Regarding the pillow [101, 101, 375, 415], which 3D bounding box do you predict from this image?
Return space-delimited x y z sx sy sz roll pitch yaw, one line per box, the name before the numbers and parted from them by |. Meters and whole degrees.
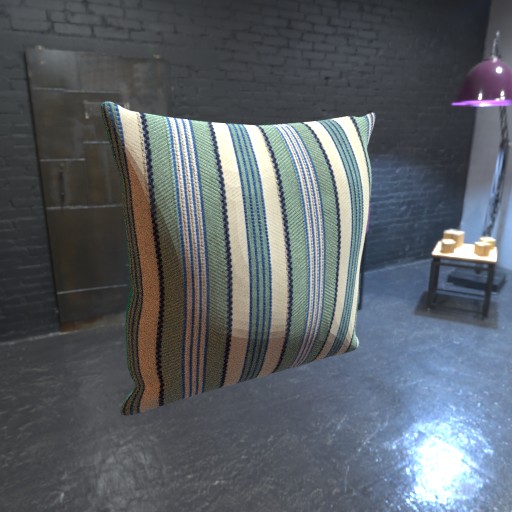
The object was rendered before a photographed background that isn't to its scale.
pillow | 0.000 0.000 0.684 0.440 0.441 0.182 -8 18 -26
